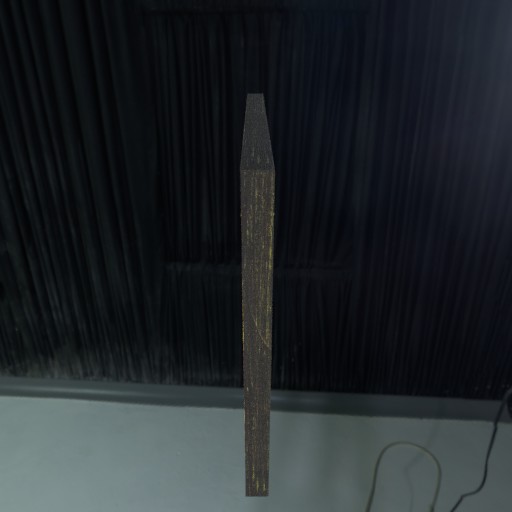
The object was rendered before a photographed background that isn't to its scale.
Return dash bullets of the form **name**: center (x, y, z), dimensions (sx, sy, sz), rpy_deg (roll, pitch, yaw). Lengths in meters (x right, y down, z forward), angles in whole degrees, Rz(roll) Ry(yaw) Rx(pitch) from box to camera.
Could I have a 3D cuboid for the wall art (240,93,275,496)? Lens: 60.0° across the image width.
- **wall art**: center (0.000, 0.000, 0.754), dimensions (0.032, 0.457, 0.558), rpy_deg (0, 27, 0)
